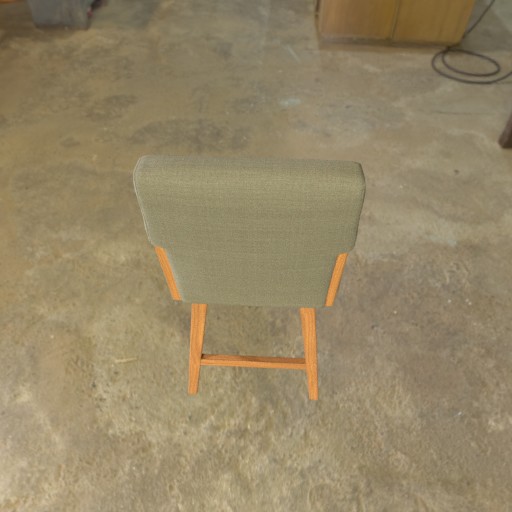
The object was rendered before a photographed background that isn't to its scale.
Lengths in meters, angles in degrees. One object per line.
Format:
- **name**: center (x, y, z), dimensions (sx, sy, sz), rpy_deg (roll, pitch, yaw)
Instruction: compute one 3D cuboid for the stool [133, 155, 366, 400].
- **stool**: center (0.000, 0.000, 1.328), dimensions (0.459, 1.019, 0.570), rpy_deg (2, 47, 2)
